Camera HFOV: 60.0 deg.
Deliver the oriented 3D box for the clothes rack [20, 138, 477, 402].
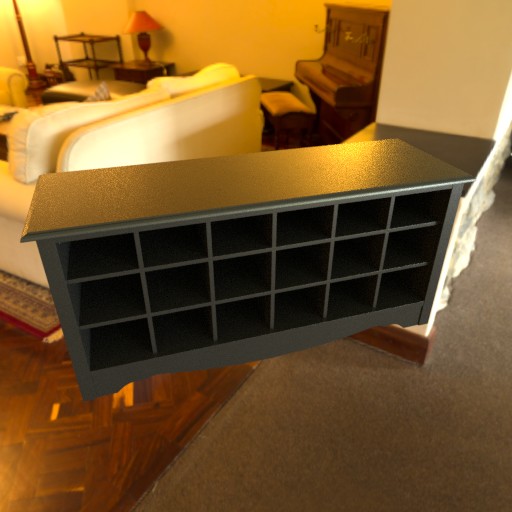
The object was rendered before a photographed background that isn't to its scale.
[{"bbox_3d":[0.000,0.000,1.437,1.219,0.556,0.406,-9,32,-15],"label":"clothes rack"}]
